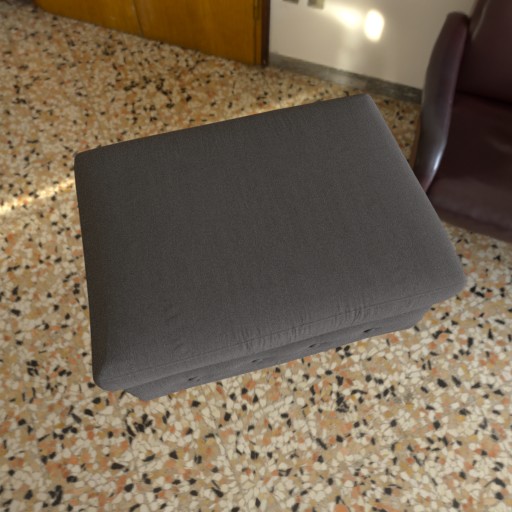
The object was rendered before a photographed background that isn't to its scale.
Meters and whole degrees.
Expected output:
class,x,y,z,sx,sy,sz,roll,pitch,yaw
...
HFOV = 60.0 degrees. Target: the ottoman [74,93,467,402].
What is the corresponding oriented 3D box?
class,x,y,z,sx,sy,sz,roll,pitch,yaw
ottoman,0.000,0.000,1.149,0.771,0.500,0.569,-14,64,-7
